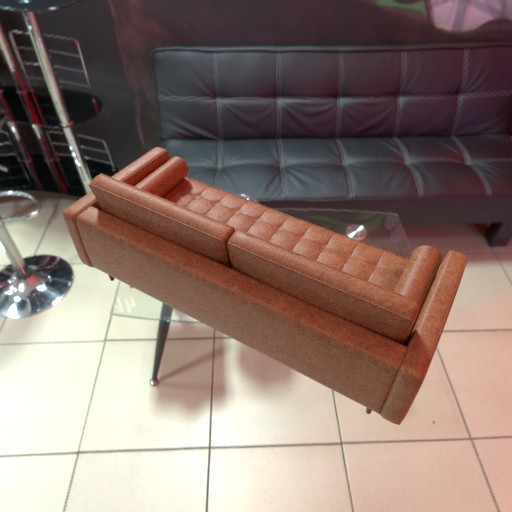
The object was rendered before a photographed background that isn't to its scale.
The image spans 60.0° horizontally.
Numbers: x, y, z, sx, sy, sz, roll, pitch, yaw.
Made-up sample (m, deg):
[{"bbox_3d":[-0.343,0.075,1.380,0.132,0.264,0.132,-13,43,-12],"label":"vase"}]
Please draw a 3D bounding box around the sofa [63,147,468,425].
[{"bbox_3d":[0.000,0.000,2.665,2.200,0.770,0.919,23,49,21],"label":"sofa"}]
